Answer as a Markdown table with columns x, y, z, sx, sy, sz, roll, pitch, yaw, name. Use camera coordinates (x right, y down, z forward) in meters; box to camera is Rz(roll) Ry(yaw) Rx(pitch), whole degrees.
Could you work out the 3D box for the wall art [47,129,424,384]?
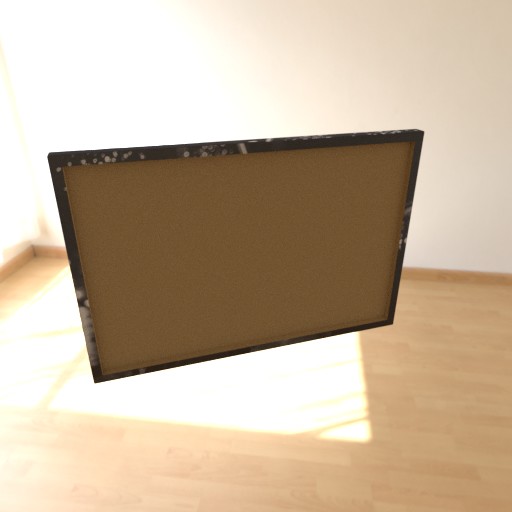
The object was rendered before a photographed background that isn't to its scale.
| x | y | z | sx | sy | sz | roll | pitch | yaw | name |
| --- | --- | --- | --- | --- | --- | --- | --- | --- | --- |
| 0.000 | 0.000 | 1.184 | 0.914 | 0.609 | 0.038 | -8 | 27 | -16 | wall art |
